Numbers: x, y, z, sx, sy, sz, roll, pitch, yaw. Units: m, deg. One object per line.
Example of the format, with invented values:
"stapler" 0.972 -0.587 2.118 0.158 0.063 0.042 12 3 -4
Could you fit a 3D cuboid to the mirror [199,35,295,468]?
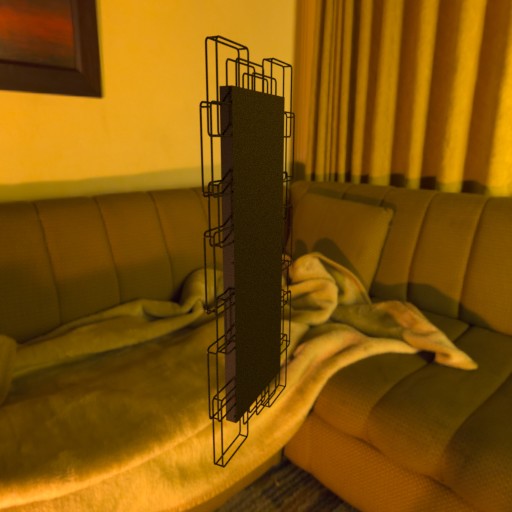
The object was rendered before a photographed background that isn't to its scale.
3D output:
"mirror" 0.000 0.000 1.409 0.037 1.192 0.565 7 16 25
